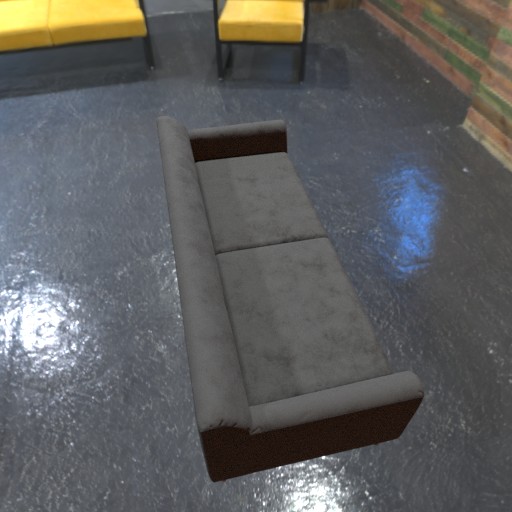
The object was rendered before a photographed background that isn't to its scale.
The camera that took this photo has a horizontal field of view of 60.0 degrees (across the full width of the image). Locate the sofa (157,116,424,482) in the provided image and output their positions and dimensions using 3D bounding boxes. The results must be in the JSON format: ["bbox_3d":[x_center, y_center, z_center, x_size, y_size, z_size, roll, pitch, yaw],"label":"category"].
[{"bbox_3d":[0.000,0.000,2.562,0.900,0.740,2.190,-9,47,-9],"label":"sofa"}]
